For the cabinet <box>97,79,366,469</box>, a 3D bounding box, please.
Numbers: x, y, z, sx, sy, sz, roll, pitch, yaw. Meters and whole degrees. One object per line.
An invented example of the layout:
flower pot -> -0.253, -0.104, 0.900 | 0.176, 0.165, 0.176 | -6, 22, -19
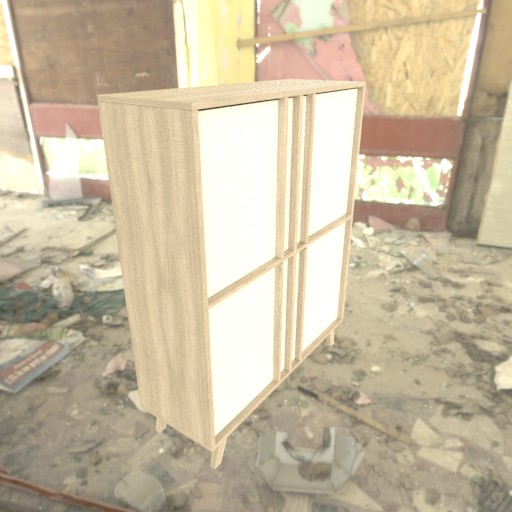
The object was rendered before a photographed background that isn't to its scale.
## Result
cabinet -> 0.000, 0.000, 1.945 | 0.398, 1.388, 1.111 | 17, 30, 32
